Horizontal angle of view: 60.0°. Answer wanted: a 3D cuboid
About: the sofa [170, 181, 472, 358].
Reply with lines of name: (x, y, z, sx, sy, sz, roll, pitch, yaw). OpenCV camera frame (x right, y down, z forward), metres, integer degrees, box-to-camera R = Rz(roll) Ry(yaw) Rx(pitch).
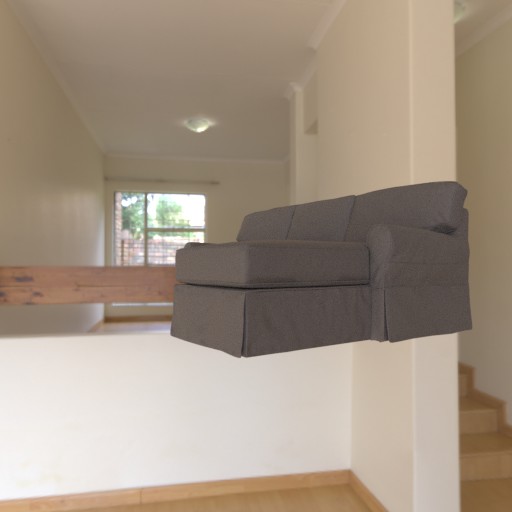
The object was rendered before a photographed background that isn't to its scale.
sofa: (0.000, 0.000, 3.337, 1.733, 0.978, 2.475, 1, -1, -35)
